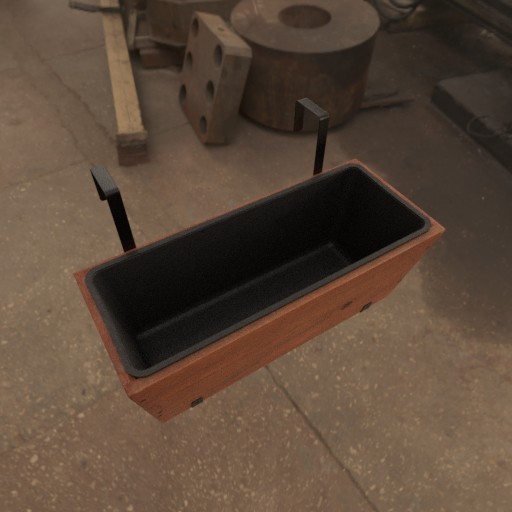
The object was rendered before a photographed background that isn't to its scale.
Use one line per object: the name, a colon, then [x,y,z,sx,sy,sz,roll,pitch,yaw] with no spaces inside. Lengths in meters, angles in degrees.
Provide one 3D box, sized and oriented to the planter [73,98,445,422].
planter: [0.000,0.000,0.657,0.480,0.289,0.262,-25,53,-20]
